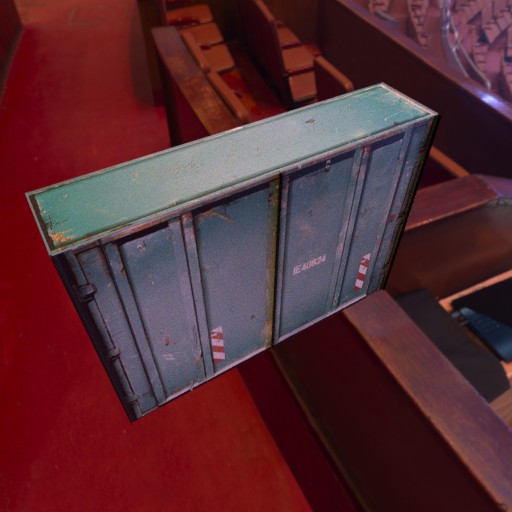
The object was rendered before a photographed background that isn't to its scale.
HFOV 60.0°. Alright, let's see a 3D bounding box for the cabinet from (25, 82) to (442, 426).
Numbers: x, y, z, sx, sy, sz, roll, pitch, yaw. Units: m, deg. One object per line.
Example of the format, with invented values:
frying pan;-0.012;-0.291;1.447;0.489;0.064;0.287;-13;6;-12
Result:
cabinet;0.000;0.000;3.915;3.001;2.160;0.680;-24;51;-21
